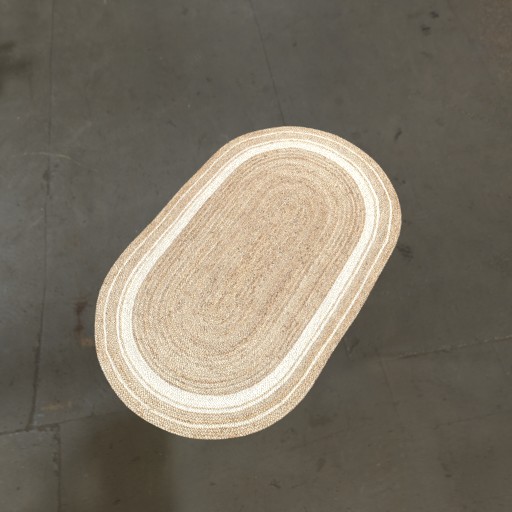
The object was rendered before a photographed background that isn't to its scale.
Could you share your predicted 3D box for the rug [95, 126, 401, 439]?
[{"bbox_3d":[0.000,0.000,2.978,1.520,0.006,2.432,31,68,15],"label":"rug"}]
